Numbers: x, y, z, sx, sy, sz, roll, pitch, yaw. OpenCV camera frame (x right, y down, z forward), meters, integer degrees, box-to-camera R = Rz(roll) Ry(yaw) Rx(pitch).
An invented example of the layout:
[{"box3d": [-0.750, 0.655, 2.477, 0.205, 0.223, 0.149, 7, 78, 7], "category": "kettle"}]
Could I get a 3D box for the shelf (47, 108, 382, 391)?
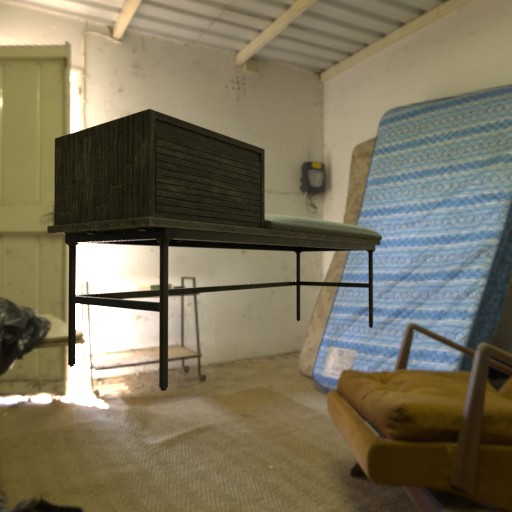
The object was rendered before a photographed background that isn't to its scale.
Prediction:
[{"box3d": [0.000, 0.000, 1.625, 0.457, 0.633, 1.342, -1, -1, 37], "category": "shelf"}]
